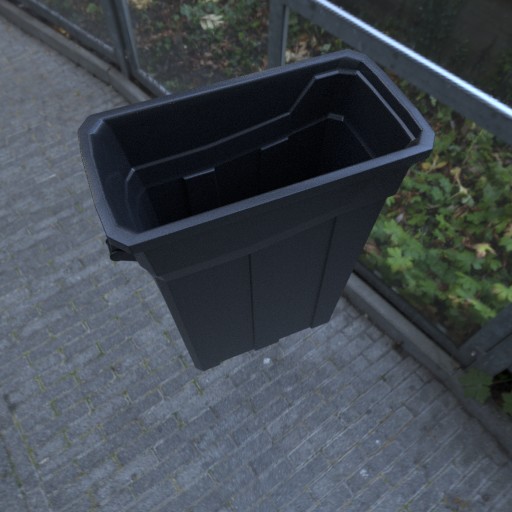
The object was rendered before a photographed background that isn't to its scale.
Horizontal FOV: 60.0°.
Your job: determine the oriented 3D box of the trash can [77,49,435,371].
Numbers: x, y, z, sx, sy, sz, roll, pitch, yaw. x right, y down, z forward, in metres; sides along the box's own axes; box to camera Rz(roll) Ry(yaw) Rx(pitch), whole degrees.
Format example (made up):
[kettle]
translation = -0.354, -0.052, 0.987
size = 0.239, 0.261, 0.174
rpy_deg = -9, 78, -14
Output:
[trash can]
translation = 0.000, 0.000, 1.037
size = 0.559, 0.762, 0.281
rpy_deg = -19, 60, -11
